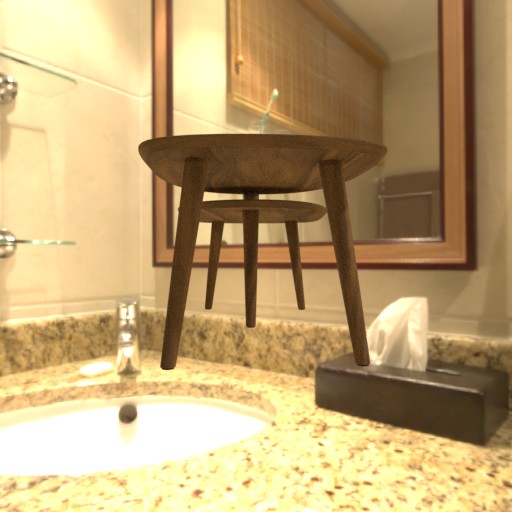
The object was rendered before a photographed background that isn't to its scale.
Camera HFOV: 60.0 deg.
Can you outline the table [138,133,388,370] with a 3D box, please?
[{"bbox_3d":[0.000,0.000,1.321,0.527,0.429,1.084,0,0,-1],"label":"table"}]
